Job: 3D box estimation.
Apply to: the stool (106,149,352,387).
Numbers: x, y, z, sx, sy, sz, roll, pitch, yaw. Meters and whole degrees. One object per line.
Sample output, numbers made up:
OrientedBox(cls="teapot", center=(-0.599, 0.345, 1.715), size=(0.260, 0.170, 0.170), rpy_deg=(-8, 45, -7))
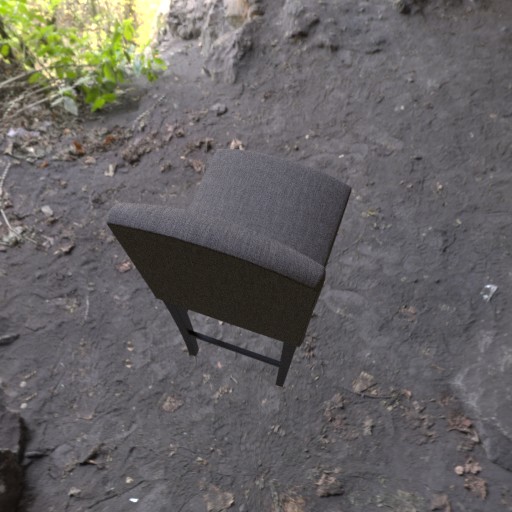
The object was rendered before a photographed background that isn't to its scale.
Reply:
OrientedBox(cls="stool", center=(0.000, 0.000, 1.421), size=(0.451, 1.138, 0.552), rpy_deg=(18, 65, 8))
